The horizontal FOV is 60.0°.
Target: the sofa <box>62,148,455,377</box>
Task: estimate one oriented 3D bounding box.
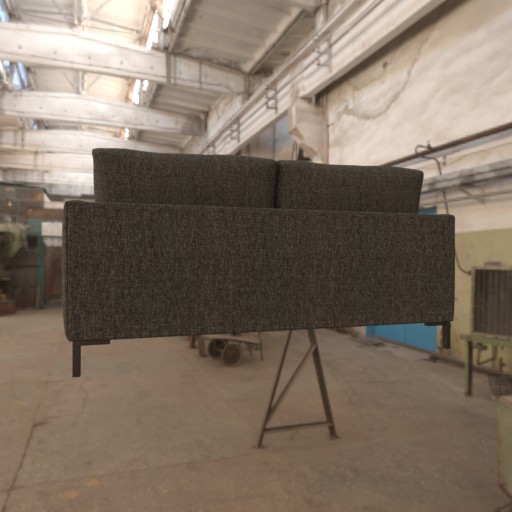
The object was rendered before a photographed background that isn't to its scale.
[{"bbox_3d":[0.000,0.000,2.212,1.716,0.862,0.866,0,0,-18],"label":"sofa"}]
